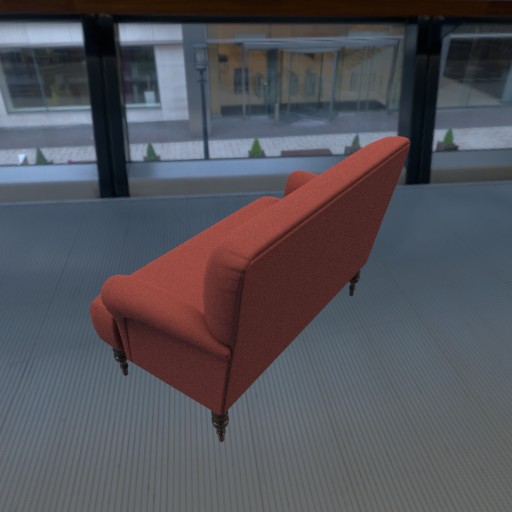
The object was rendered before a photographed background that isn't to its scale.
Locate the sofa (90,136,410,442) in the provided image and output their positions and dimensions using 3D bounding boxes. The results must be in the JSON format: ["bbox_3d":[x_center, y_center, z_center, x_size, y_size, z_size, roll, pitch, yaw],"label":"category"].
[{"bbox_3d":[0.000,0.000,1.891,0.779,0.889,1.297,22,39,30],"label":"sofa"}]
